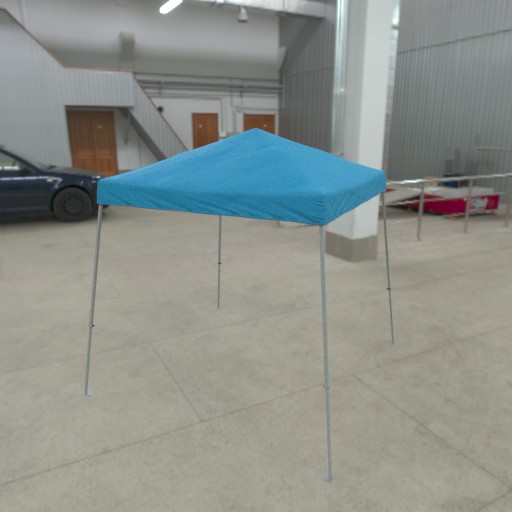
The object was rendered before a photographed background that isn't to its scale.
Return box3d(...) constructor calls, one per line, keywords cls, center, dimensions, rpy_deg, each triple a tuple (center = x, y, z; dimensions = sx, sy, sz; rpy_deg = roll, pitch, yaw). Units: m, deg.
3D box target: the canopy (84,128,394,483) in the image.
box3d(cls="canopy", center=(0.000, 0.000, 6.493), dimensions=(3.599, 3.600, 3.600), rpy_deg=(8, 17, 26))
